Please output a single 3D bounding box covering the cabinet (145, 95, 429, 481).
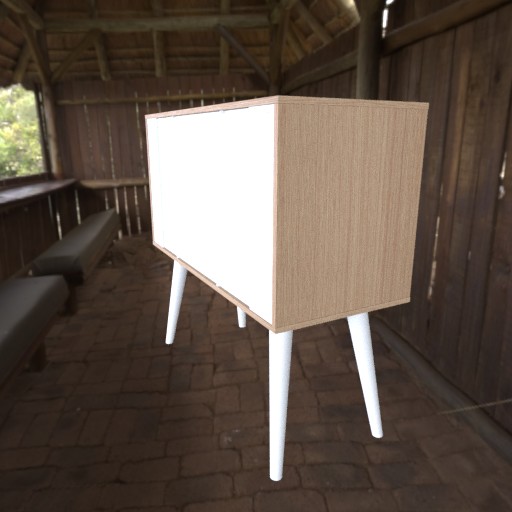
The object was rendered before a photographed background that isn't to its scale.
[{"bbox_3d":[0.000,0.000,1.627,0.470,1.016,1.057,-8,17,-28],"label":"cabinet"}]
